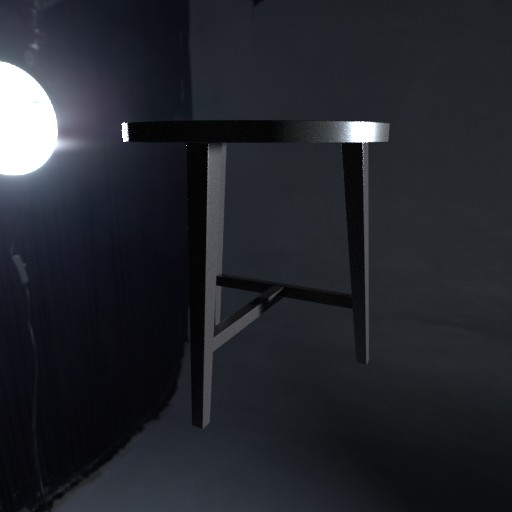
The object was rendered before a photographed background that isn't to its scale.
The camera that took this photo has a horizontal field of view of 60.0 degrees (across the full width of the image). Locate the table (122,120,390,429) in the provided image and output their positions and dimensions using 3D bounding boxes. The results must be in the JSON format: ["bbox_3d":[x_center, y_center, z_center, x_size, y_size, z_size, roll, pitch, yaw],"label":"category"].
[{"bbox_3d":[0.000,0.000,0.933,0.500,0.531,0.500,0,15,0],"label":"table"}]
